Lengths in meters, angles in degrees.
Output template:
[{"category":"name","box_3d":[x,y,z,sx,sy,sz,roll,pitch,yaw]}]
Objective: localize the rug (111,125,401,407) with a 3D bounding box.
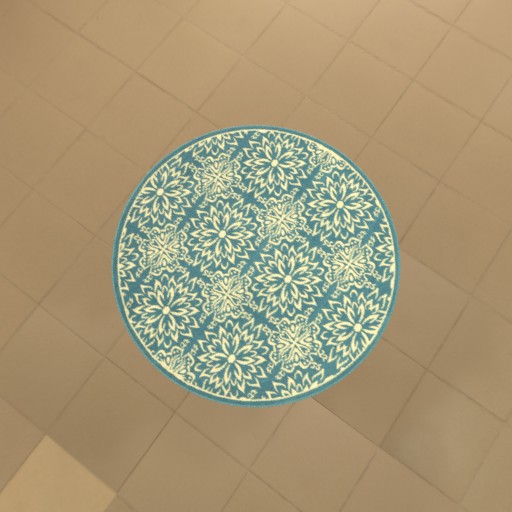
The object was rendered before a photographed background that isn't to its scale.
[{"category":"rug","box_3d":[0.000,0.000,2.449,1.593,0.012,1.593,0,77,0]}]
